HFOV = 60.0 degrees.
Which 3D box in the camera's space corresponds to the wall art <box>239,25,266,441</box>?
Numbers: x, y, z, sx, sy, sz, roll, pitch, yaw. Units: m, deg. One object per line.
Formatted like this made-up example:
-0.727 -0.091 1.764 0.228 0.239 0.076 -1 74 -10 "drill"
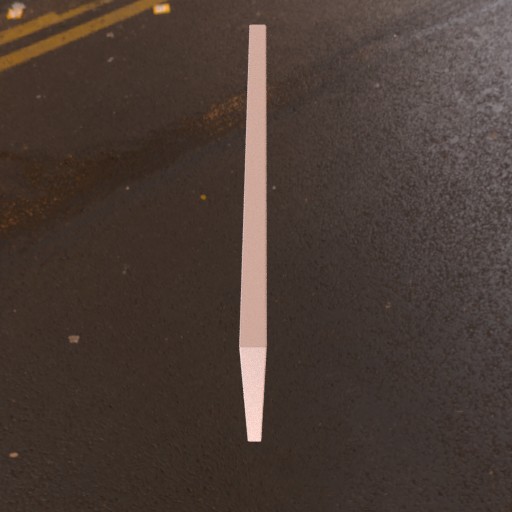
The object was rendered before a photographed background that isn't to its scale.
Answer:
0.000 0.000 1.493 0.049 1.009 1.009 1 58 0 "wall art"
